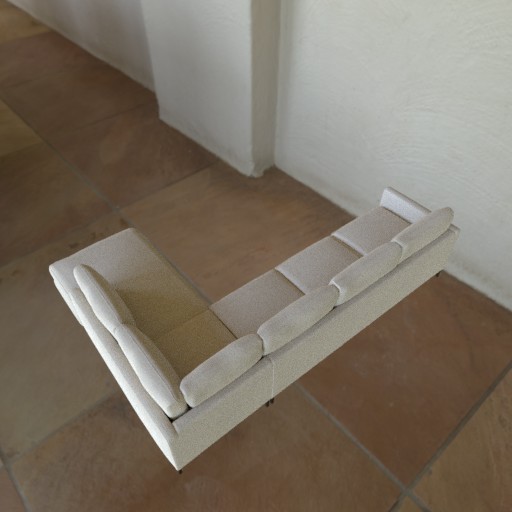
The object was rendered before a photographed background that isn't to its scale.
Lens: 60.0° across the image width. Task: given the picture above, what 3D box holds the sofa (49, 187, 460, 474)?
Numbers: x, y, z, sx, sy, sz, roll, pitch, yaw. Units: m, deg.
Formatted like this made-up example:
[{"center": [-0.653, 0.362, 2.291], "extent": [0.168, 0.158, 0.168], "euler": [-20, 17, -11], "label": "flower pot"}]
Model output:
[{"center": [0.000, 0.000, 3.836], "extent": [2.949, 0.815, 2.007], "euler": [-30, 53, -26], "label": "sofa"}]
